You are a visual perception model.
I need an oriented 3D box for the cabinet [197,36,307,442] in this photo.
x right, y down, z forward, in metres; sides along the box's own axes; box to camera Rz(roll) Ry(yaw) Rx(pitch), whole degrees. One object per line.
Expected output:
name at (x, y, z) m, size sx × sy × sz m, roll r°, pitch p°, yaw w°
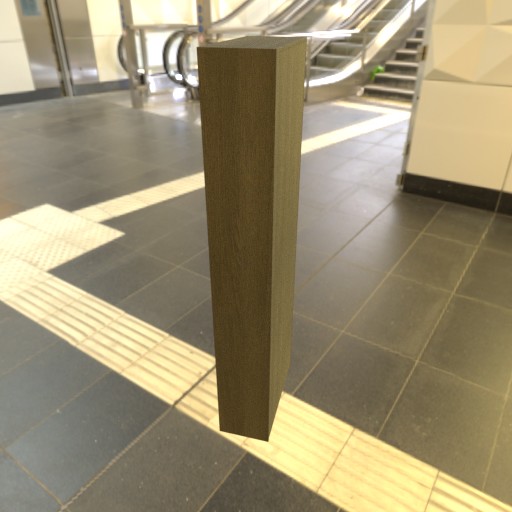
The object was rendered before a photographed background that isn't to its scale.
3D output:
cabinet at (0.000, 0.000, 1.865) m, size 0.255 × 1.630 × 0.520 m, roll 7°, pitch 30°, yaw 13°
